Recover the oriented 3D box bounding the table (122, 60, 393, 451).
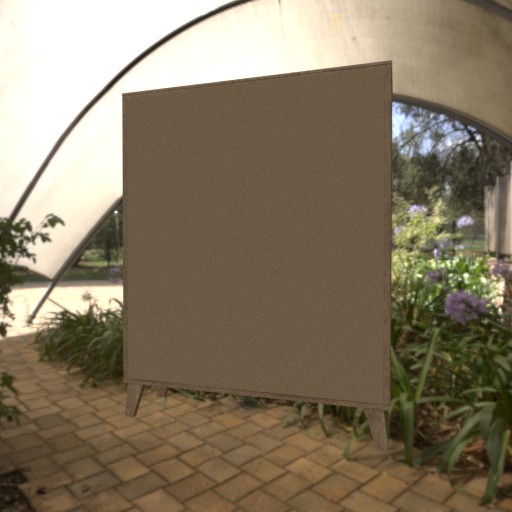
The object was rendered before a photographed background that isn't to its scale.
[{"bbox_3d":[0.000,0.000,1.543,0.902,1.135,0.256,0,1,18],"label":"table"}]
